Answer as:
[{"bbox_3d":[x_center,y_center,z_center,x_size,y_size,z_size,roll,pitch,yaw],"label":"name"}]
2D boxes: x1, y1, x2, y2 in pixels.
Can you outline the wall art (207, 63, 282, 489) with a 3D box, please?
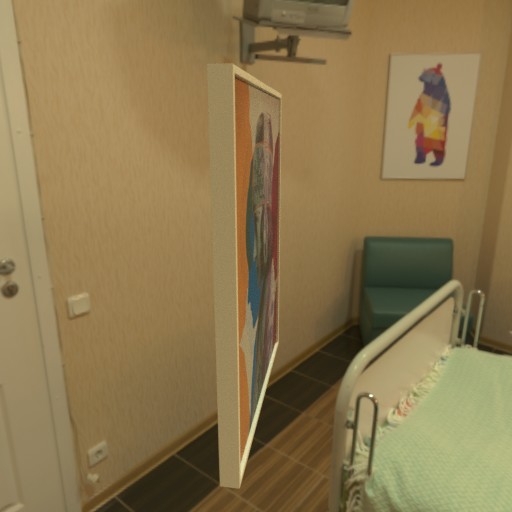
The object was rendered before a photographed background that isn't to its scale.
[{"bbox_3d":[0.000,0.000,0.754,0.030,0.549,0.443,3,16,9],"label":"wall art"}]
